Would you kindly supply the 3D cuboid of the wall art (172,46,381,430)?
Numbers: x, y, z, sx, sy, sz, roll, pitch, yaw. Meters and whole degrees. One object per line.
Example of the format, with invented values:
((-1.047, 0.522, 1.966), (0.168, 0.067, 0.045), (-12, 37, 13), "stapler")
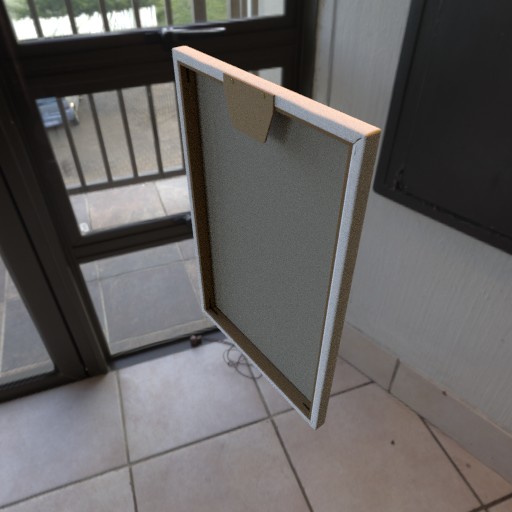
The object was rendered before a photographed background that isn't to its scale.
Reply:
((0.000, 0.000, 1.179), (0.048, 0.916, 0.602), (-27, 47, -28), "wall art")
